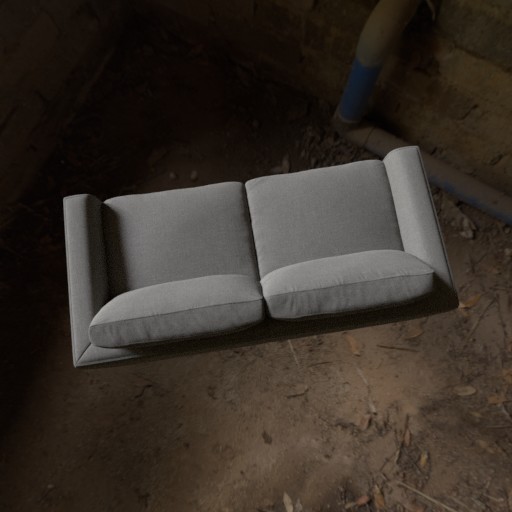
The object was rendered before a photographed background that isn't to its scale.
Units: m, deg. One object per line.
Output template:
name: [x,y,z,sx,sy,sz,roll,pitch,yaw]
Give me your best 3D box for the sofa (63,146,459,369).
sofa: [0.000,0.000,2.777,2.262,0.801,1.070,-9,77,-2]
